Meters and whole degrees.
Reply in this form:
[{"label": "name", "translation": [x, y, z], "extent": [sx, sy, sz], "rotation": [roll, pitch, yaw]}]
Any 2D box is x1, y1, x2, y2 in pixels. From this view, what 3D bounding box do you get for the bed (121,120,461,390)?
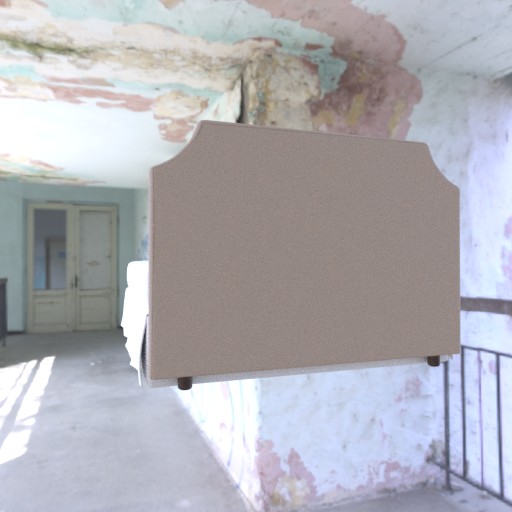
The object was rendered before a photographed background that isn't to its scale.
[{"label": "bed", "translation": [0.000, 0.000, 4.160], "extent": [2.350, 1.590, 2.773], "rotation": [0, -1, -19]}]
